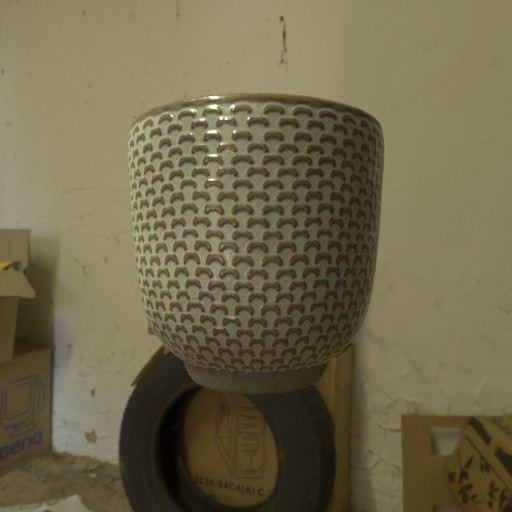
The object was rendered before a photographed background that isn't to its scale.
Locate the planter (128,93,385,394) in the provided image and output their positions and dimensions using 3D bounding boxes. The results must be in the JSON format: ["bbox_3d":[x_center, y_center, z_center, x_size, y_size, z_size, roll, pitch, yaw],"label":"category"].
[{"bbox_3d":[0.000,0.000,0.353,0.197,0.191,0.197,0,0,0],"label":"planter"}]
